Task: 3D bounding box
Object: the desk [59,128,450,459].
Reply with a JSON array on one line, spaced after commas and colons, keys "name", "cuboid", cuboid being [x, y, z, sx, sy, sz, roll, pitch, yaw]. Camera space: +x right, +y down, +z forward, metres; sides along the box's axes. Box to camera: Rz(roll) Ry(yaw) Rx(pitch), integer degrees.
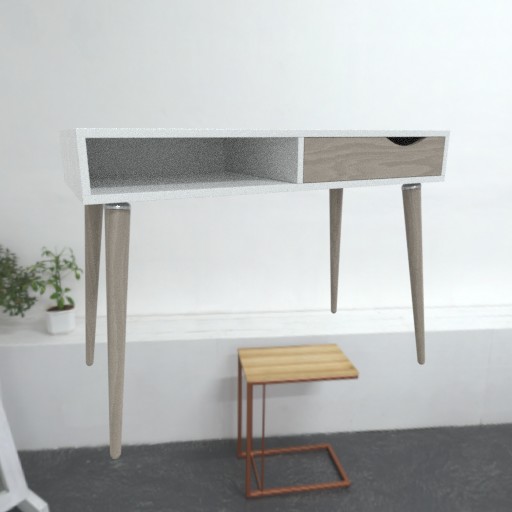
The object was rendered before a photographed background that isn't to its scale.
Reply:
[{"name": "desk", "cuboid": [0.000, 0.000, 1.324, 0.979, 0.723, 0.491, -8, 17, -26]}]
